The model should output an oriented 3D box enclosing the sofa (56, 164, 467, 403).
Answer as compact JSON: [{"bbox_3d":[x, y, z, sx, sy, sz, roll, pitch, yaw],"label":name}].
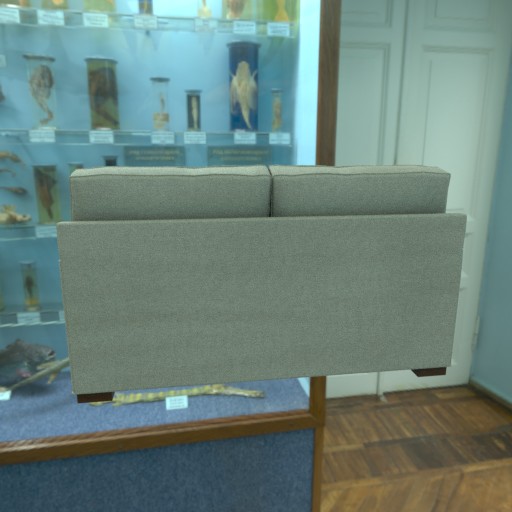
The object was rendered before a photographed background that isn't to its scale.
[{"bbox_3d":[0.000,0.000,2.064,1.484,0.853,0.940,-2,14,-8],"label":"sofa"}]
